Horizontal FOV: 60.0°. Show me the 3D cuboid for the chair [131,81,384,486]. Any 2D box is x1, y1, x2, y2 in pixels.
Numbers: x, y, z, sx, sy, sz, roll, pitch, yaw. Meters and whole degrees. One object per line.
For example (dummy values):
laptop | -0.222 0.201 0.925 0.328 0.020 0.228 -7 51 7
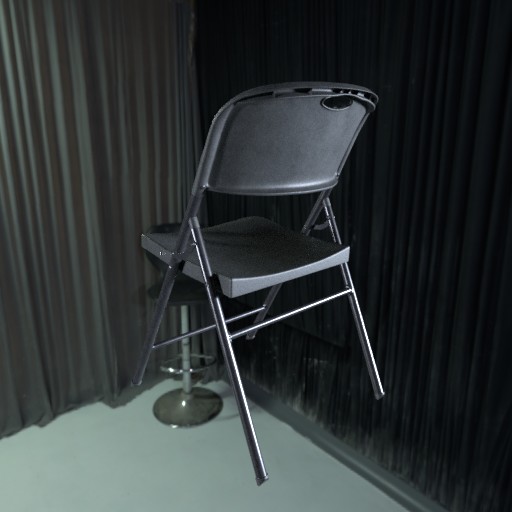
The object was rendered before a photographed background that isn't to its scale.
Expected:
chair | 0.000 0.000 1.173 0.494 0.810 0.566 -14 20 -42
